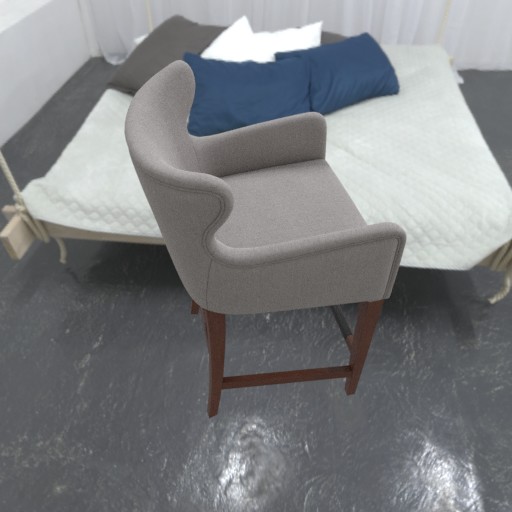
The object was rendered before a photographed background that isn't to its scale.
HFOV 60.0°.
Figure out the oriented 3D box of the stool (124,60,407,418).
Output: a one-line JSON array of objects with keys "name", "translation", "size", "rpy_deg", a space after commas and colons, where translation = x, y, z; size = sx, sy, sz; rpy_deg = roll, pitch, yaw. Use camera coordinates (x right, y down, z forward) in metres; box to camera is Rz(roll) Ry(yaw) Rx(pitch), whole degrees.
[{"name": "stool", "translation": [0.000, 0.000, 1.301], "size": [0.575, 0.951, 0.575], "rpy_deg": [-10, 46, -9]}]
